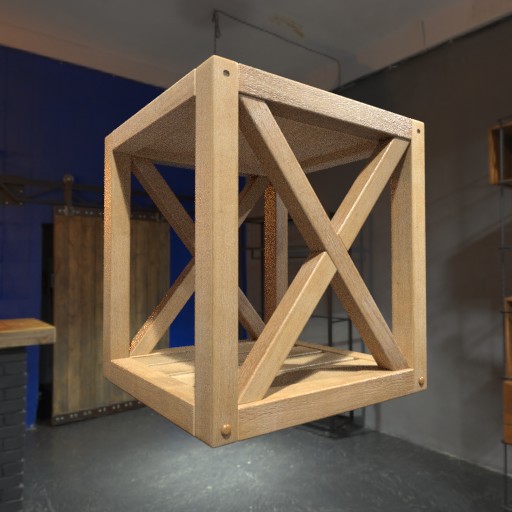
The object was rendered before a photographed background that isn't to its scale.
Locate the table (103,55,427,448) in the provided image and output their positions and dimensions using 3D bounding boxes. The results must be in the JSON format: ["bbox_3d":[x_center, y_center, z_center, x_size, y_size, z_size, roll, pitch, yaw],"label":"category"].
[{"bbox_3d":[0.000,0.000,1.065,0.559,0.610,0.558,1,-2,-36],"label":"table"}]
